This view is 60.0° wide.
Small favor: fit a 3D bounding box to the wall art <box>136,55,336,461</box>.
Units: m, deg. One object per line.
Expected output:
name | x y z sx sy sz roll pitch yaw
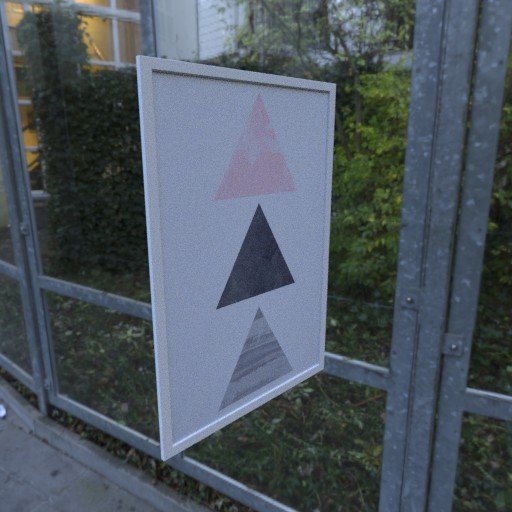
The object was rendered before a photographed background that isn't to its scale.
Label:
wall art | 0.000 0.000 1.219 0.659 0.940 0.013 -14 20 -43
